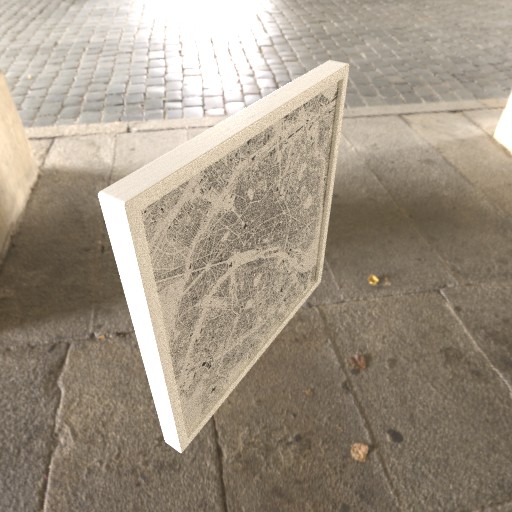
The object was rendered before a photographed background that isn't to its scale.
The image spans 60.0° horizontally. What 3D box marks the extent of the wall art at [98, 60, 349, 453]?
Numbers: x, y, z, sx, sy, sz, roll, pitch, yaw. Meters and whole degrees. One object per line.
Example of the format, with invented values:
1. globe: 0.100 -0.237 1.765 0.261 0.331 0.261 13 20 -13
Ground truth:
1. wall art: 0.000 0.000 0.757 0.038 0.508 0.508 24 46 25
